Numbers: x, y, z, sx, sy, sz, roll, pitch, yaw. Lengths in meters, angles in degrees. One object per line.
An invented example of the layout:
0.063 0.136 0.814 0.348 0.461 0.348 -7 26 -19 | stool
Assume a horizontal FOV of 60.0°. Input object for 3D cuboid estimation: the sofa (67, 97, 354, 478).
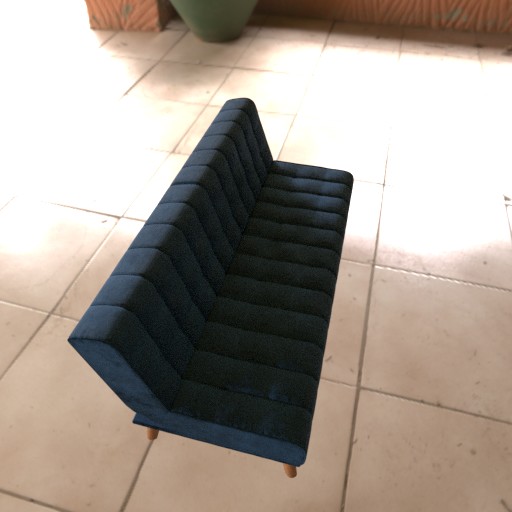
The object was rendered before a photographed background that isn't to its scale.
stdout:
0.000 0.000 2.288 0.855 0.813 1.804 10 46 10 | sofa
